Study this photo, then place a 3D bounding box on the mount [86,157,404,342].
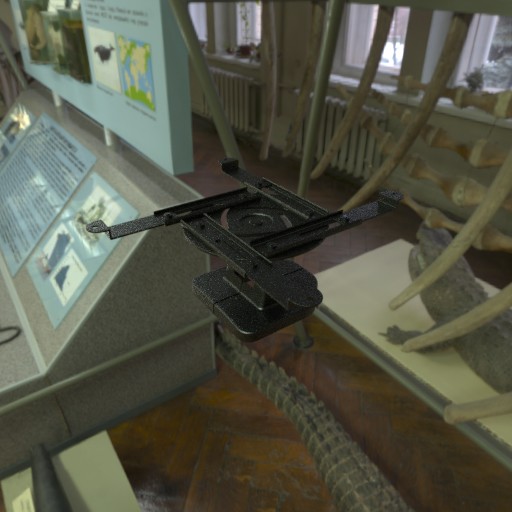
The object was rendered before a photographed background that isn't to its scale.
[{"bbox_3d":[0.000,0.000,0.609,0.394,0.141,0.394,-20,36,-29],"label":"mount"}]
